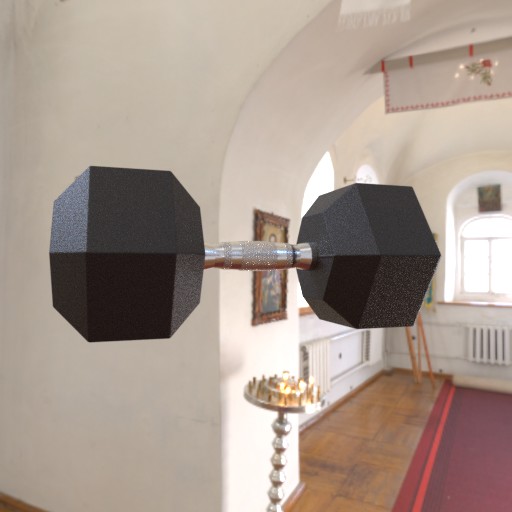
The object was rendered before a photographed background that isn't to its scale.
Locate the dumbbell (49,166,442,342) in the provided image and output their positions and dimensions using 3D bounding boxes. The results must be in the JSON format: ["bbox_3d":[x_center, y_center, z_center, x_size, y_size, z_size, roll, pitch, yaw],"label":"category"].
[{"bbox_3d":[0.000,0.000,0.329,0.271,0.106,0.122,0,-1,-18],"label":"dumbbell"}]
